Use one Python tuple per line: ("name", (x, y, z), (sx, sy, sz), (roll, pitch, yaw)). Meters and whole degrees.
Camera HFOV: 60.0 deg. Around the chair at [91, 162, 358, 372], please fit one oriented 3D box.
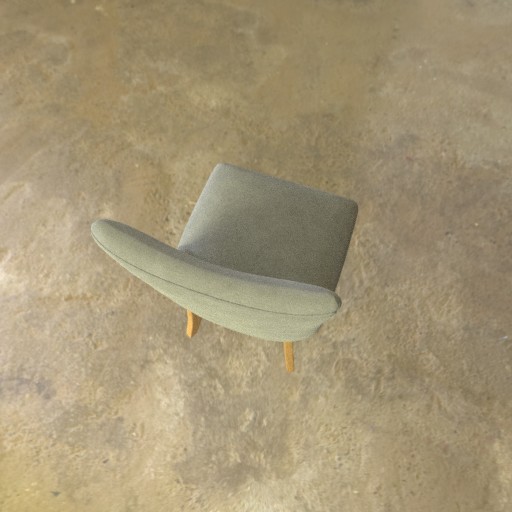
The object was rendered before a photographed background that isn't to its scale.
("chair", (0.000, 0.000, 1.274), (0.495, 0.902, 0.610), (18, 65, 8))
